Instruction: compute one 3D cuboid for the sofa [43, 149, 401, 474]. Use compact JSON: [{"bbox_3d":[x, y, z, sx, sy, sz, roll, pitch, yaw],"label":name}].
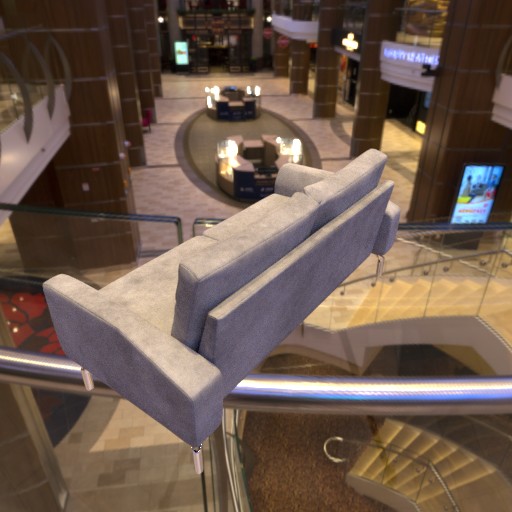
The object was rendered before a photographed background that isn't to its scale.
[{"bbox_3d":[0.000,0.000,2.299,0.849,0.859,1.837,21,37,31],"label":"sofa"}]
